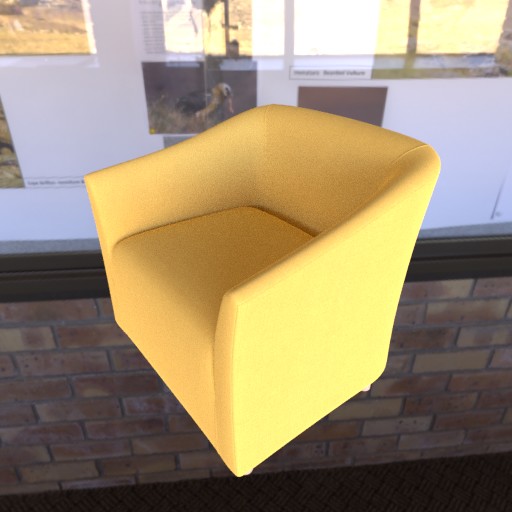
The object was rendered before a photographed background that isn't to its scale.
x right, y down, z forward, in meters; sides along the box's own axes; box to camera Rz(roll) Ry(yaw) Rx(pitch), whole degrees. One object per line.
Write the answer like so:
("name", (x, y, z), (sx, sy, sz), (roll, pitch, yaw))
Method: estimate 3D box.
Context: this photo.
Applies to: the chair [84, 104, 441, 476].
("chair", (0.000, 0.000, 1.318), (0.700, 0.720, 0.790), (-21, 36, -32))
